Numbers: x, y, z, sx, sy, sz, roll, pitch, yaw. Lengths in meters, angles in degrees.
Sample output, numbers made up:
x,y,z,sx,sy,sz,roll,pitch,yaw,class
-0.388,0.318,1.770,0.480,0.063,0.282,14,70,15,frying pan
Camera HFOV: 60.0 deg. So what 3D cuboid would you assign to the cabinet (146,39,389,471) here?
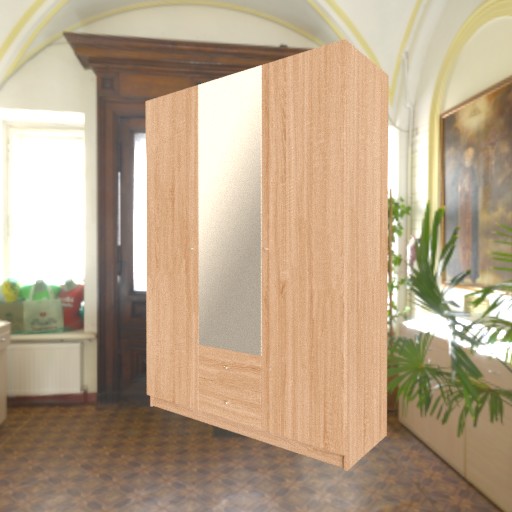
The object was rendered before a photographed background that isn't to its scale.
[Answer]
x,y,z,sx,sy,sz,roll,pitch,yaw,class
0.000,0.000,2.827,1.500,2.120,0.590,1,1,37,cabinet
